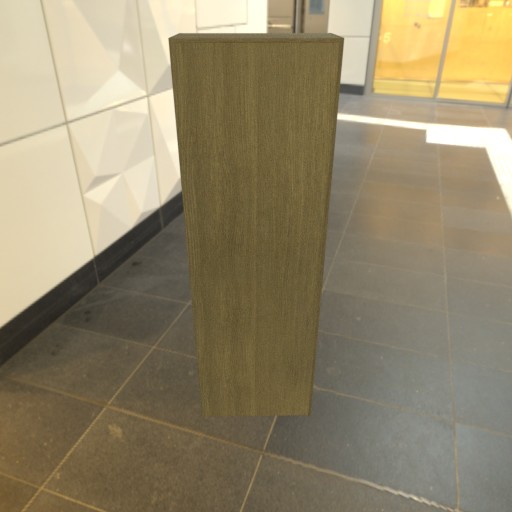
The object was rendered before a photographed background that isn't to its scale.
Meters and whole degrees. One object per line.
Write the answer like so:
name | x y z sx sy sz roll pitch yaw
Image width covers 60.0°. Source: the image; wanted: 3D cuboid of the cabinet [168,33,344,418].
cabinet | 0.000 0.000 1.824 0.520 1.630 0.255 0 30 -1
